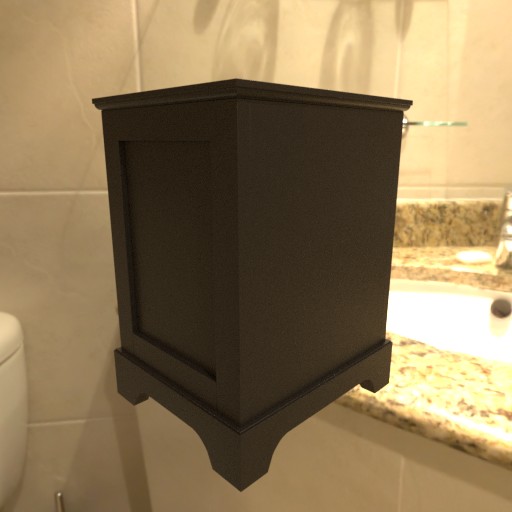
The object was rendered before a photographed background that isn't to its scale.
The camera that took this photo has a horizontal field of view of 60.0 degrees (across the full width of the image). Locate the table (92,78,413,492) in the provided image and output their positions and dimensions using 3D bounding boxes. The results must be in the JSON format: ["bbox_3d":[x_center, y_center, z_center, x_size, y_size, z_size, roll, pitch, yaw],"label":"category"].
[{"bbox_3d":[0.000,0.000,0.913,0.460,0.610,0.399,-14,20,-43],"label":"table"}]
